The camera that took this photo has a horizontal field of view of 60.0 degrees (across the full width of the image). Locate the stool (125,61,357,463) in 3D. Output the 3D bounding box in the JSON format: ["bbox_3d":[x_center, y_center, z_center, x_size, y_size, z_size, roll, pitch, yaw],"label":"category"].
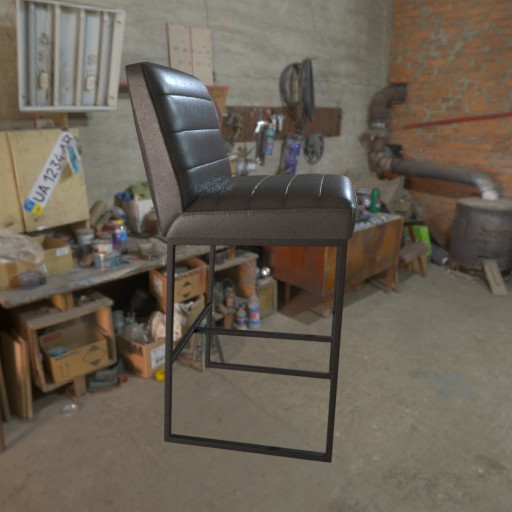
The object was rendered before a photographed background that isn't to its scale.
[{"bbox_3d":[0.000,0.000,1.323,0.552,1.040,0.457,3,17,10],"label":"stool"}]
